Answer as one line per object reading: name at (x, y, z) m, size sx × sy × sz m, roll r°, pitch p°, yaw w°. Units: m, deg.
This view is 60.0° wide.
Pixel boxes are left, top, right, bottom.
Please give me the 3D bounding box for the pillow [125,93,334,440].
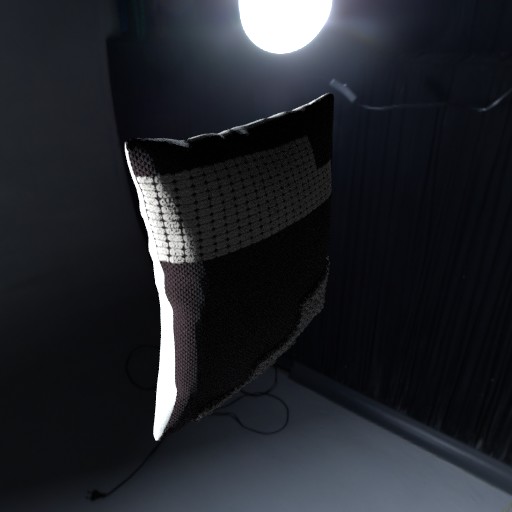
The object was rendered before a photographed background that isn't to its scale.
pillow at (0.000, 0.000, 0.734) m, size 0.178 × 0.473 × 0.475 m, roll 19°, pitch 33°, yaw 32°
